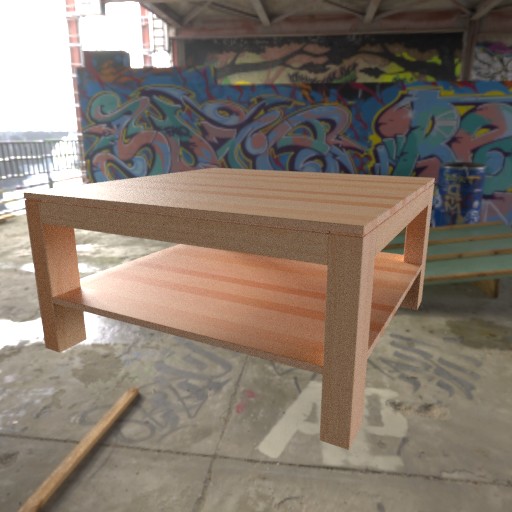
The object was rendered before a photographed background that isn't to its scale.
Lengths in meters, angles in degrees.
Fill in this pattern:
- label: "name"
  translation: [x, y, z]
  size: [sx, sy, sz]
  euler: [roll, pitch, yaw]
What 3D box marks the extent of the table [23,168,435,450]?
- label: "table"
  translation: [0.000, 0.000, 1.396]
  size: [0.900, 0.450, 0.900]
  euler: [8, 18, 27]
